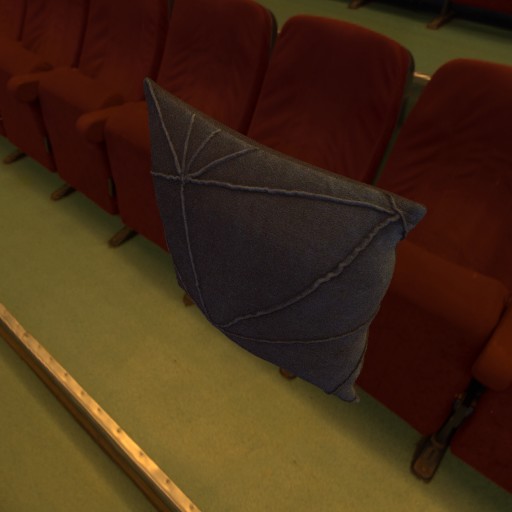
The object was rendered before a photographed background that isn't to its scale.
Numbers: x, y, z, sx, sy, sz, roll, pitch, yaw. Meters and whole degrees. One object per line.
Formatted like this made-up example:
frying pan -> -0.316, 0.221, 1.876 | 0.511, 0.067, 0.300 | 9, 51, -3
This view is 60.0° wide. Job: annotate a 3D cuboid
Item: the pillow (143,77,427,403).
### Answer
pillow -> 0.000, 0.000, 0.683 | 0.439, 0.440, 0.183 | 32, 54, 27
